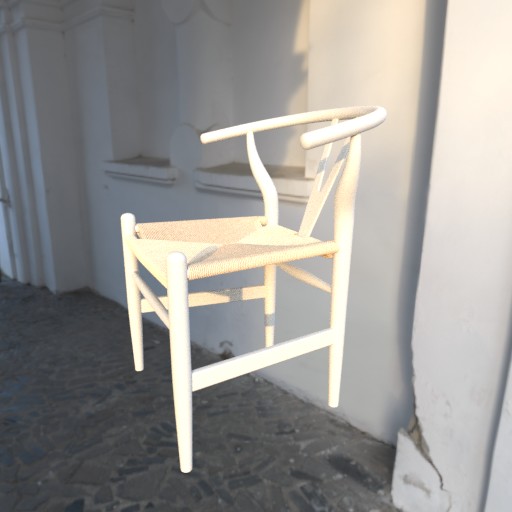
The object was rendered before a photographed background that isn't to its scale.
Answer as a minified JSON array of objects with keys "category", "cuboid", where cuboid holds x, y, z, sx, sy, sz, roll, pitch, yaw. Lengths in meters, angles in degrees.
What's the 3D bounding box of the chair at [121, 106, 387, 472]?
[{"category":"chair","cuboid":[0.000,0.000,1.123,0.579,0.730,0.569,-7,17,-25]}]
